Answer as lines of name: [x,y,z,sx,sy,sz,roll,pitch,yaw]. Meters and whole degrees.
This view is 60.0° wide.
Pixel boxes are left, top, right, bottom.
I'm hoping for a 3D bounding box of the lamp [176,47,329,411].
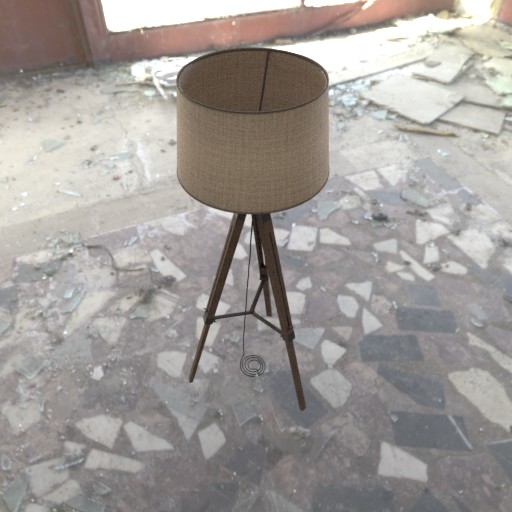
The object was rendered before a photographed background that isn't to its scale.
lamp: [0.000,0.000,1.798,0.604,1.510,0.587,10,46,10]
